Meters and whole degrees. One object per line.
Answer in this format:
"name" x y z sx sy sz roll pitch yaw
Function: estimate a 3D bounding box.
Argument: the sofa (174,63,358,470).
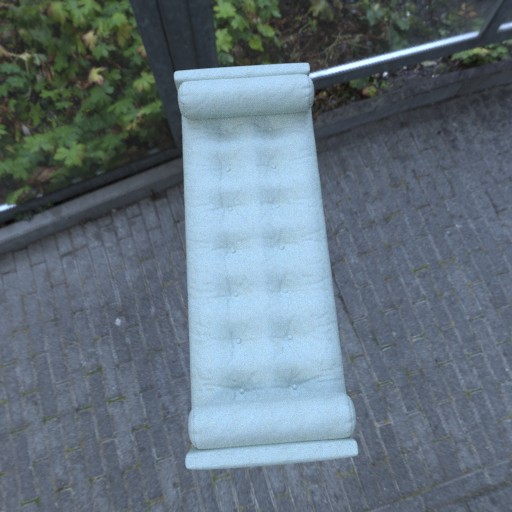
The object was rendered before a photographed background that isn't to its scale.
"sofa" 0.000 0.000 2.520 0.796 0.705 2.102 -4 74 -1
